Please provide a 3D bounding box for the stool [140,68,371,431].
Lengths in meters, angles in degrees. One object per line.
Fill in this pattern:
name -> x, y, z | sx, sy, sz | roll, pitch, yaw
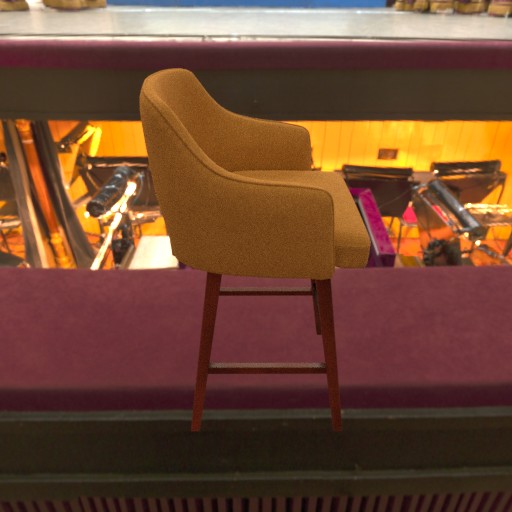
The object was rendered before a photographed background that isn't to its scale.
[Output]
stool -> 0.000, 0.000, 1.334 | 0.558, 1.012, 0.548 | 0, 32, 0
